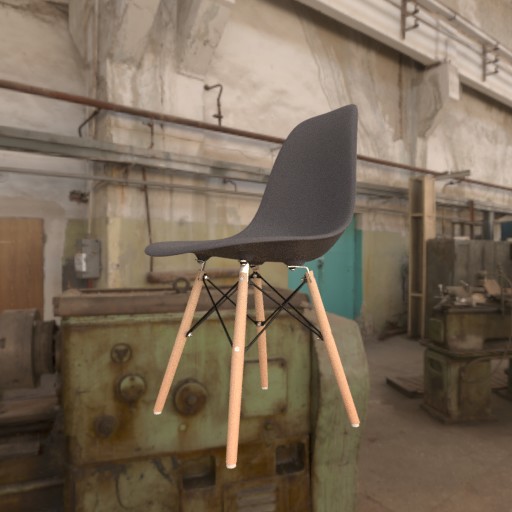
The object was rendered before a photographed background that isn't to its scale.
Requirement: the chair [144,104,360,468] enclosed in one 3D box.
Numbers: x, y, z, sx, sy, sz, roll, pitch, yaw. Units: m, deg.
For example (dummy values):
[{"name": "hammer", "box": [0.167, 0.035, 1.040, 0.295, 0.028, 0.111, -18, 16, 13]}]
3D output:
[{"name": "chair", "box": [0.000, 0.000, 1.125, 0.533, 0.826, 0.470, 0, 1, -36]}]
